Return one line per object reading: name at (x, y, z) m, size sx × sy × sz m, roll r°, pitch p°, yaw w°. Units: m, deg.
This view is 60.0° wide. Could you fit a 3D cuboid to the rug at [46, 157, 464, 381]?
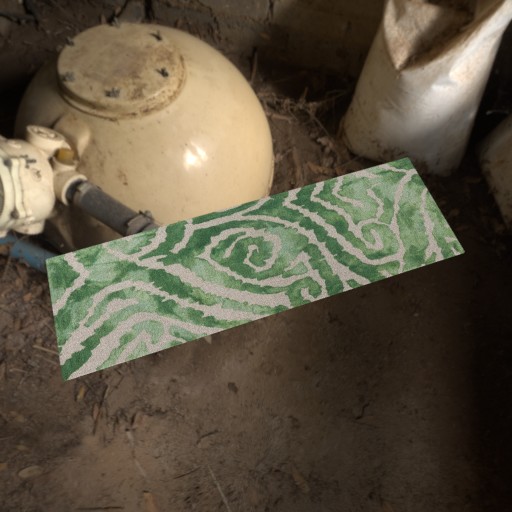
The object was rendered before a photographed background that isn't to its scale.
rug at (0.000, 0.000, 2.701) m, size 2.438 × 0.006 × 0.761 m, roll -17°, pitch 66°, yaw -8°
